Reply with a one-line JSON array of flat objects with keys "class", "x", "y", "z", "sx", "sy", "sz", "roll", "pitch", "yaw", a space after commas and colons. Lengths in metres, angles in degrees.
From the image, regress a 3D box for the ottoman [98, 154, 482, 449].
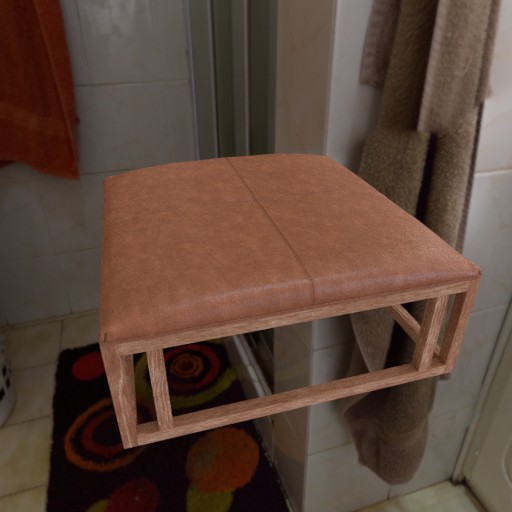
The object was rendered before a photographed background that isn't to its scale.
[{"class": "ottoman", "x": 0.000, "y": 0.000, "z": 1.586, "sx": 1.013, "sy": 0.442, "sz": 1.016, "roll": -8, "pitch": 32, "yaw": -14}]
